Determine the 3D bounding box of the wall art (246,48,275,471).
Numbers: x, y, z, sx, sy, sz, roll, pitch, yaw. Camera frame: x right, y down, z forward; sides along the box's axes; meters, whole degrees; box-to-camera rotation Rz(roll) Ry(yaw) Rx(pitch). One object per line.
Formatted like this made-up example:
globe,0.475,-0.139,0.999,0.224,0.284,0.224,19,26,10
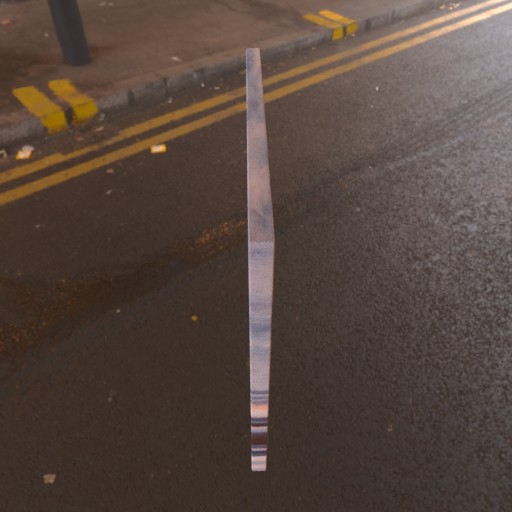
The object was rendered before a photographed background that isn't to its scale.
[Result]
wall art,0.000,0.000,1.104,0.035,0.747,0.747,-1,43,-1
